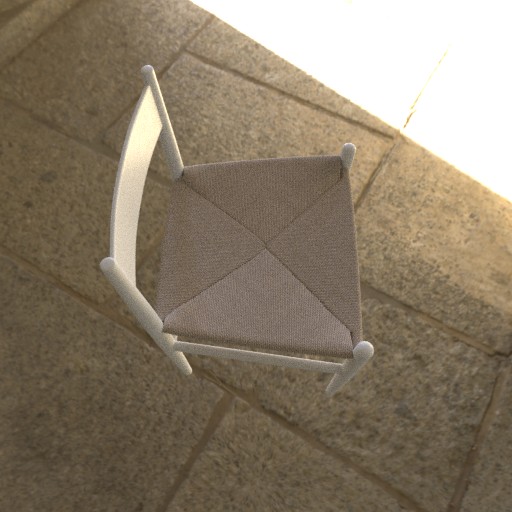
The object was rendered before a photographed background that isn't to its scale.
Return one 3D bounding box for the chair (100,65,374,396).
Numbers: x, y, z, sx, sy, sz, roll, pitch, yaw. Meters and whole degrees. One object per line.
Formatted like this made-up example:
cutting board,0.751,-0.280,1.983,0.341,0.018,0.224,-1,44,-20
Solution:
chair,0.000,0.000,1.110,0.495,0.762,0.556,2,63,1
